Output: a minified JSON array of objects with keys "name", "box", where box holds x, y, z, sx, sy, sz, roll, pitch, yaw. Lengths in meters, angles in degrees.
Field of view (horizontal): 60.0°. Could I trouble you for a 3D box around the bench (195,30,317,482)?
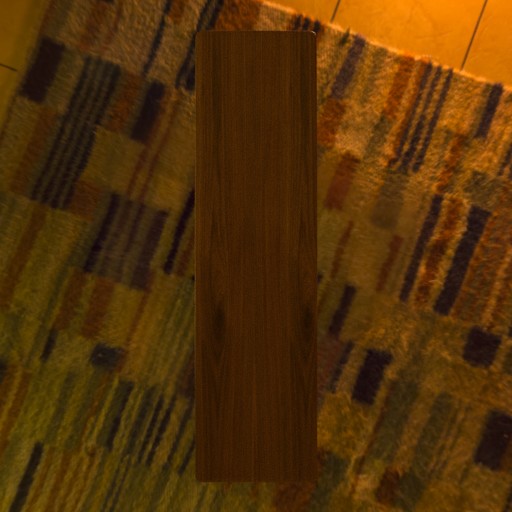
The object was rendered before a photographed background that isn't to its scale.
[{"name":"bench","box":[0.000,0.000,1.768,0.425,0.462,1.570,0,89,0]}]
